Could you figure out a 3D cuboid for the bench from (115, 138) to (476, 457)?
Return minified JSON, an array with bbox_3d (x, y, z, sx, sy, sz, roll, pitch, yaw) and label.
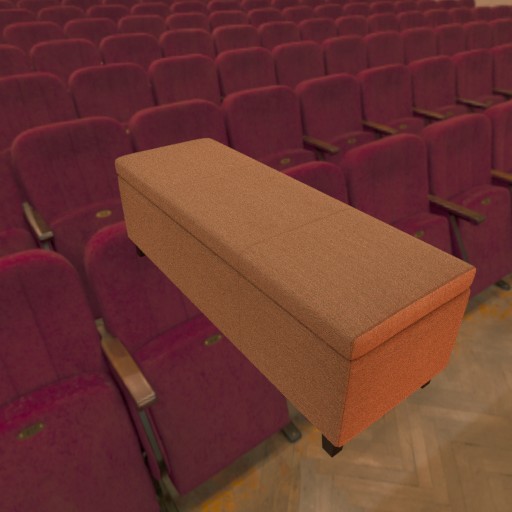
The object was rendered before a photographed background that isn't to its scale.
[{"bbox_3d":[0.000,0.000,1.498,0.446,0.438,1.269,-22,39,-30],"label":"bench"}]
